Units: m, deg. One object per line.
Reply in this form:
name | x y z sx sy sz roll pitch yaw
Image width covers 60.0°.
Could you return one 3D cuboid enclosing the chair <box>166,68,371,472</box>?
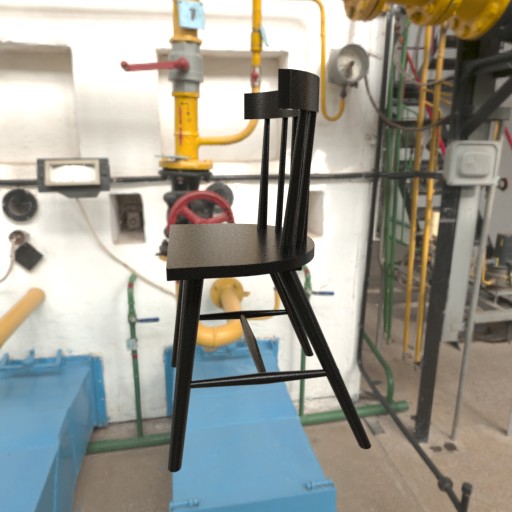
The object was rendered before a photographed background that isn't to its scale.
chair | 0.000 0.000 1.155 0.483 0.844 0.506 -2 15 -9
